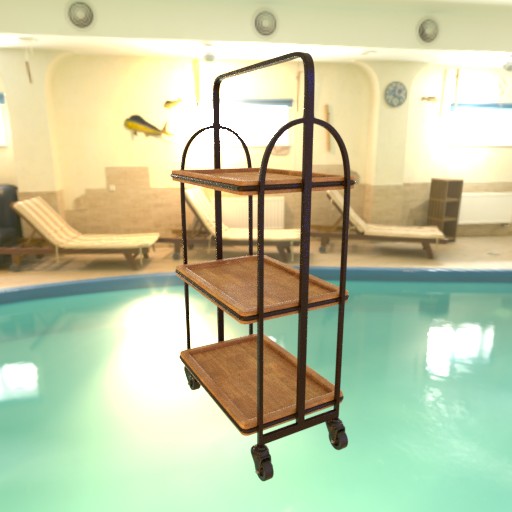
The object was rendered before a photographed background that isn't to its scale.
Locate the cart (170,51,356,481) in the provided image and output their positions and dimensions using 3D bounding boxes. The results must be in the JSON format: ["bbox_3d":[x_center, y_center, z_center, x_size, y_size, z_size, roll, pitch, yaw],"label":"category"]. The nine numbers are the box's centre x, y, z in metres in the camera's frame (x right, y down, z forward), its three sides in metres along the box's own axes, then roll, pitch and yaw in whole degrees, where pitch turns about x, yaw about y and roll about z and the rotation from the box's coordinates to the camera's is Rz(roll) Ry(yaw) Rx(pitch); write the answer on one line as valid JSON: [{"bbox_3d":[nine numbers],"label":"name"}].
[{"bbox_3d":[0.000,0.000,1.246,0.327,1.001,0.553,-8,16,-28],"label":"cart"}]
